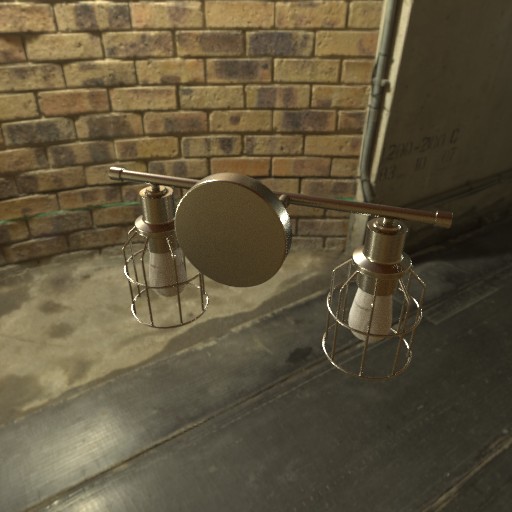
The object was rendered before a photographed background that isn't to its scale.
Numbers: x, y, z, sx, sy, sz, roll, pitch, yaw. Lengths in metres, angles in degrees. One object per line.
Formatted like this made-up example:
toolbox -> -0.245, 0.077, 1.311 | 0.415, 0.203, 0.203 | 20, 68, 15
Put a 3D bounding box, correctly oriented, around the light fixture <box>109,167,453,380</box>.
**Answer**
light fixture -> 0.000, 0.000, 0.528 | 0.406, 0.254, 0.165 | 10, 33, 16
